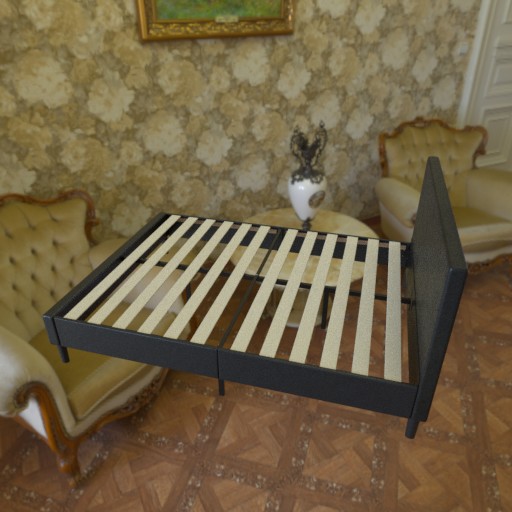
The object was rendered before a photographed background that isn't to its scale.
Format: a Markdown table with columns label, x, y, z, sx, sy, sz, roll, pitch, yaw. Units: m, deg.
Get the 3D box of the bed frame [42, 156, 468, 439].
| label | x | y | z | sx | sy | sz | roll | pitch | yaw |
| --- | --- | --- | --- | --- | --- | --- | --- | --- | --- |
| bed frame | 0.000 | 0.000 | 3.093 | 2.318 | 1.127 | 1.634 | 8 | 31 | 13 |
